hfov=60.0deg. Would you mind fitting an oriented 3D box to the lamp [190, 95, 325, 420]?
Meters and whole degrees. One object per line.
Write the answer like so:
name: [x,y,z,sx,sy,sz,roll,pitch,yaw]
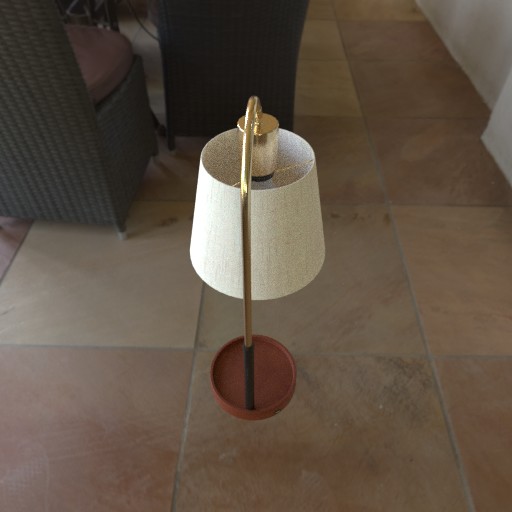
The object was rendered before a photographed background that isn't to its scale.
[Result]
lamp: [0.000,0.000,0.665,0.211,0.536,0.273,3,46,3]
